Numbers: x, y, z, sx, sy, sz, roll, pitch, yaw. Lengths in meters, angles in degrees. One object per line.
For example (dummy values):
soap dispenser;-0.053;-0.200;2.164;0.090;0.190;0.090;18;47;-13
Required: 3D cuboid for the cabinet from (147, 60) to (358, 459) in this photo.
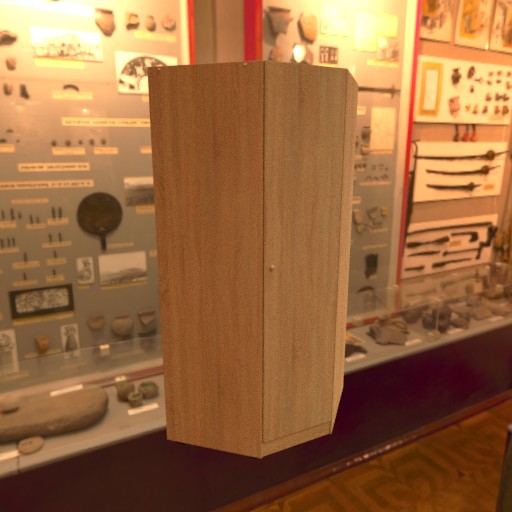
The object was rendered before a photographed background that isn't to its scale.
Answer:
cabinet;0.000;0.000;2.834;1.327;2.120;1.094;-7;15;-26
